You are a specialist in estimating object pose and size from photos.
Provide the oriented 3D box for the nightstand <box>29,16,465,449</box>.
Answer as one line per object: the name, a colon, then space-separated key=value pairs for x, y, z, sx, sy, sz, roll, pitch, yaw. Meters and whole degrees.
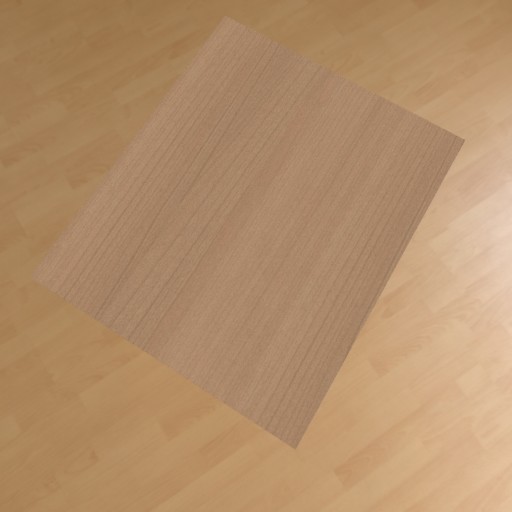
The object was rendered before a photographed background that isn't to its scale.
nightstand: x=0.000 y=0.000 z=0.826 sx=0.380 sy=0.530 sz=0.450 roll=31 pitch=78 yaw=7
